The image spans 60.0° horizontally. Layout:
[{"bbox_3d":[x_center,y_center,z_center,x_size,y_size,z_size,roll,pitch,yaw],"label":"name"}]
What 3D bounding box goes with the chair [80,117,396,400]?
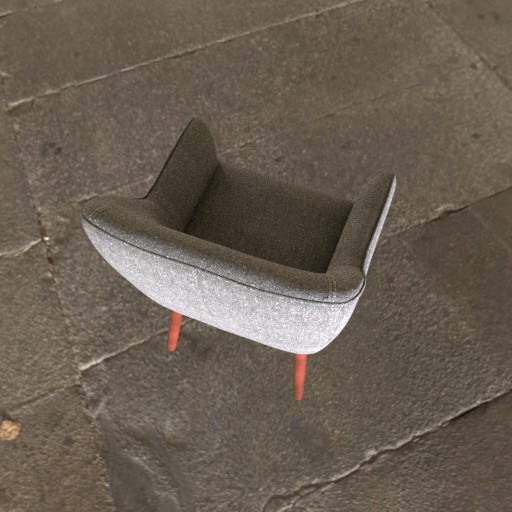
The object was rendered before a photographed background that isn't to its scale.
[{"bbox_3d":[0.000,0.000,1.124,0.543,0.803,0.519,18,63,10],"label":"chair"}]
